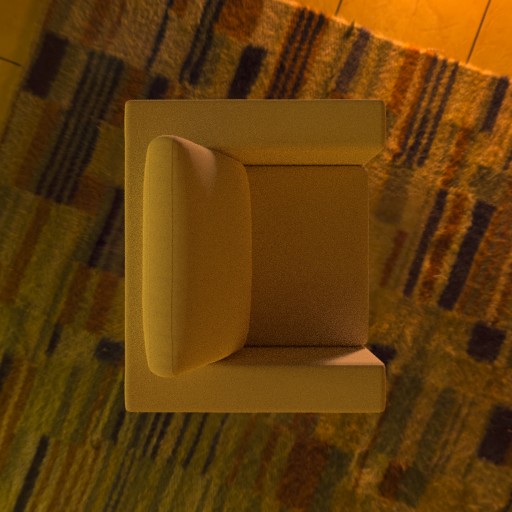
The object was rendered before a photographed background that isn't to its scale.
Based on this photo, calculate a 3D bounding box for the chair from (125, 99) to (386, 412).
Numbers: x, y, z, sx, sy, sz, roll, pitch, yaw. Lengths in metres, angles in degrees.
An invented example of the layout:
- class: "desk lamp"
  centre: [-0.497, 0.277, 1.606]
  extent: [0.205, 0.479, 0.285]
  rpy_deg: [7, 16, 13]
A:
- class: "chair"
  centre: [0.000, 0.000, 1.776]
  extent: [0.957, 0.878, 1.150]
  rpy_deg: [0, 90, 0]
